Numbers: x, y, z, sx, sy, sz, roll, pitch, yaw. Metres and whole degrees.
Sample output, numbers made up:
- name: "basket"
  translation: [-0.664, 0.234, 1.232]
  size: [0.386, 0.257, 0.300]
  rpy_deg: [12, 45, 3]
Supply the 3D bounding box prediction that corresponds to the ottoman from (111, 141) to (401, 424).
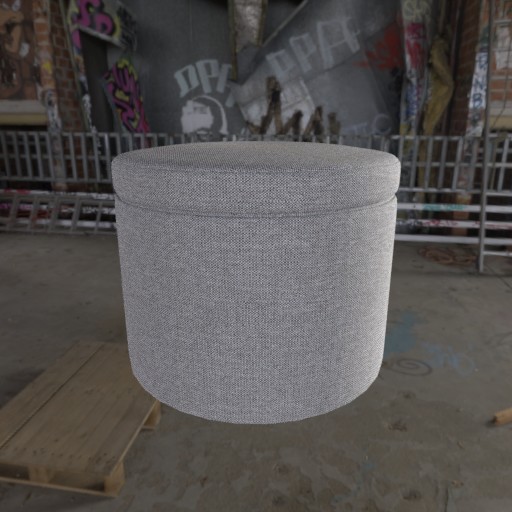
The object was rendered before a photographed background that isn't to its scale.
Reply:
- name: "ottoman"
  translation: [0.000, 0.000, 0.853]
  size: [0.500, 0.419, 0.500]
  rpy_deg: [0, 17, 0]
